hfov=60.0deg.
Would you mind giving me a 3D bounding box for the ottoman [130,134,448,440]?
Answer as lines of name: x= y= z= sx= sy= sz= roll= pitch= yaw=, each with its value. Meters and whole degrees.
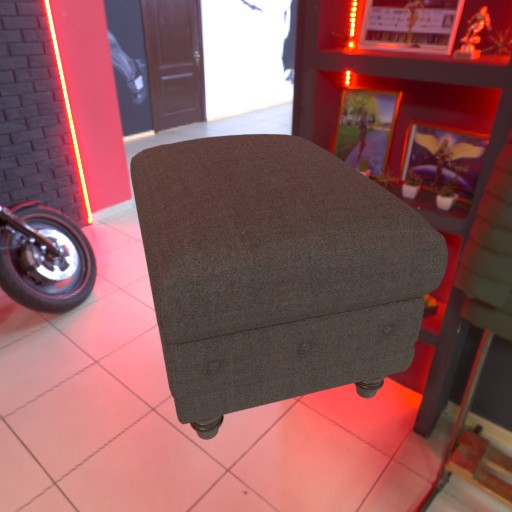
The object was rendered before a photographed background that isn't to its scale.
ottoman: x=0.000 y=0.000 z=1.234 sx=0.599 sy=0.555 sz=0.809 roll=-9 pitch=31 yaw=-15
